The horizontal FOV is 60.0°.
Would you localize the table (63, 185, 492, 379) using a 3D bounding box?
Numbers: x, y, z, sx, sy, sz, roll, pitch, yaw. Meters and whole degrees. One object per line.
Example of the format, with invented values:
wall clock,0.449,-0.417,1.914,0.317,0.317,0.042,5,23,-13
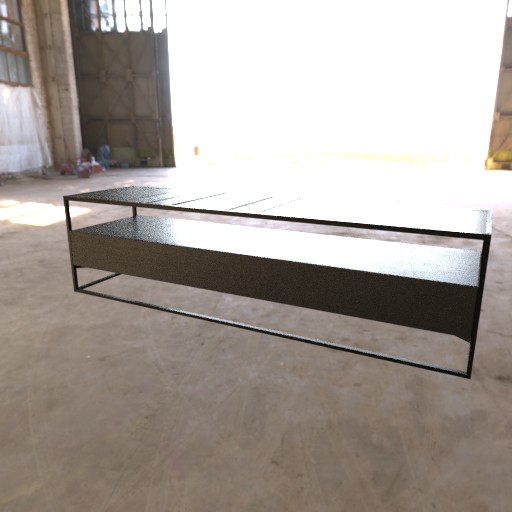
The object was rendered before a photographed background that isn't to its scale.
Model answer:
table,0.000,0.000,1.623,1.486,0.395,0.399,8,17,26
